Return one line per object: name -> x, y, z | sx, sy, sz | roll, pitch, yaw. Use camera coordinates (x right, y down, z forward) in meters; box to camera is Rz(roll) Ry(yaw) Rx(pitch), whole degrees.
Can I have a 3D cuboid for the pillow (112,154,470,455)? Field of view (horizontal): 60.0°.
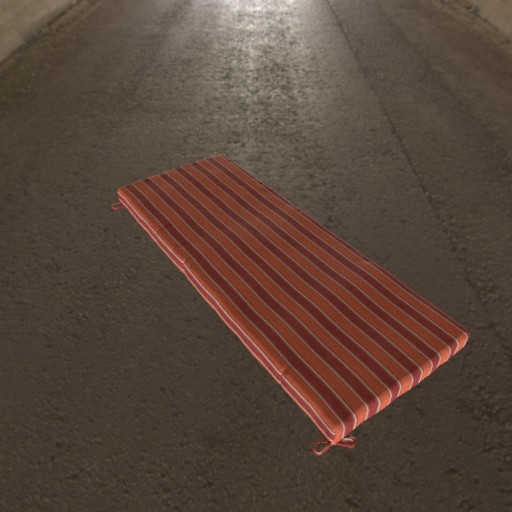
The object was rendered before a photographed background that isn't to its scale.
pillow -> 0.000, 0.000, 1.347 | 0.492, 0.081, 1.187 | -25, 46, -26
